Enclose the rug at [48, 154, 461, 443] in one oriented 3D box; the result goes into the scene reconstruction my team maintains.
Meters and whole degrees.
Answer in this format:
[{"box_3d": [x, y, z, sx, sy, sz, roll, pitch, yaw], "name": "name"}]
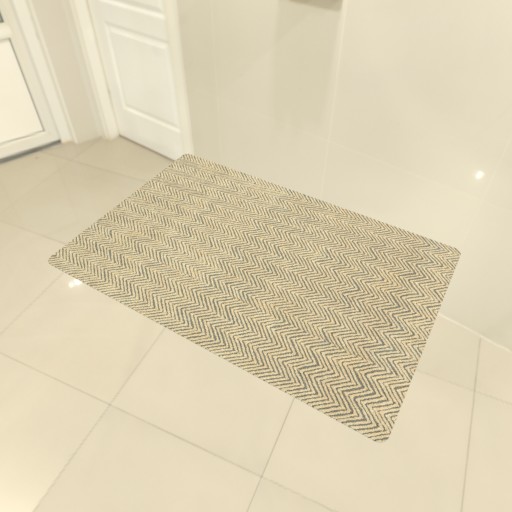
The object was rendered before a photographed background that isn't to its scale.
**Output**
[{"box_3d": [0.000, 0.000, 2.220, 1.752, 0.008, 1.144, 23, 50, 21], "name": "rug"}]
